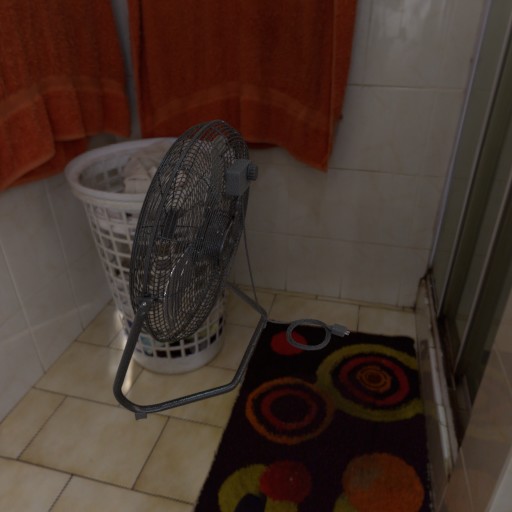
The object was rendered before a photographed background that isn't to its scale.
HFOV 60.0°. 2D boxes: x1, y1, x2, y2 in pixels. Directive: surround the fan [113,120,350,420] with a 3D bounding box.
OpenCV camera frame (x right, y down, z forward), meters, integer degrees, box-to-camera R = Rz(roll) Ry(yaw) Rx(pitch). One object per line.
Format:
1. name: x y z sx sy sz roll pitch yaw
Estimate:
1. fan: 0.000 0.000 0.946 0.424 0.546 0.555 8 31 14
